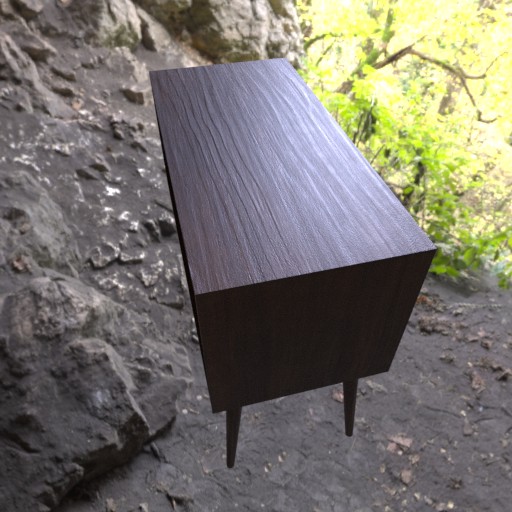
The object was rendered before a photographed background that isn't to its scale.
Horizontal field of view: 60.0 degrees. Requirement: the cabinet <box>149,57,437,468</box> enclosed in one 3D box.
[{"bbox_3d":[0.000,0.000,1.095,0.354,0.654,0.743,-10,45,-10],"label":"cabinet"}]
